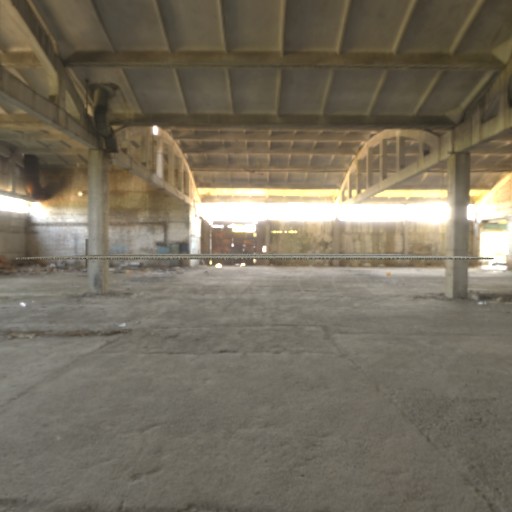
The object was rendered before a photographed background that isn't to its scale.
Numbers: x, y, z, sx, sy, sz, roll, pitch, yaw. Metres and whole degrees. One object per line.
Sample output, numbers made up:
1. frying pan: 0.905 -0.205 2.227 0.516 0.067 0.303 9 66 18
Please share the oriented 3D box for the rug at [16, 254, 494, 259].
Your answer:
1. rug: 0.000 0.000 2.282 1.815 0.007 1.226 0 1 0
